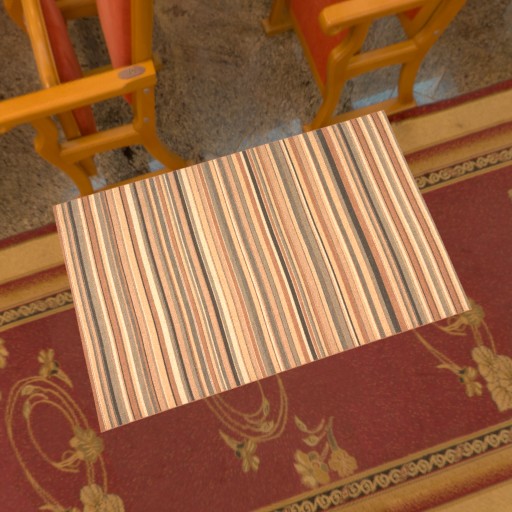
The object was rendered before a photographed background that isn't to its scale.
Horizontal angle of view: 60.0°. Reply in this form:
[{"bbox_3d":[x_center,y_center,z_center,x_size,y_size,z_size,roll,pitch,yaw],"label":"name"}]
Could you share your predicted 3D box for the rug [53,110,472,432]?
[{"bbox_3d":[0.000,0.000,2.942,2.438,0.014,1.523,-17,76,-4],"label":"rug"}]
